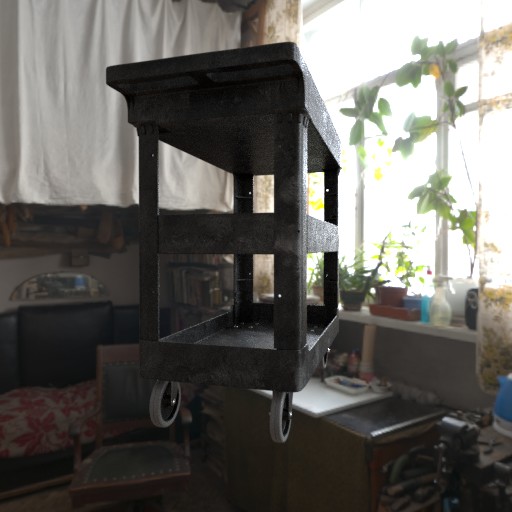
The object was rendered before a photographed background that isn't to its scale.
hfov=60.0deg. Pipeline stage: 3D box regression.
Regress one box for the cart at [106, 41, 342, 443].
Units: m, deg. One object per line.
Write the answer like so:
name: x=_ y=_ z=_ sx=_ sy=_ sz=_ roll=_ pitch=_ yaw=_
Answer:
cart: x=0.000 y=0.000 z=1.308 sx=0.420 sy=0.824 sz=0.877 roll=0 pitch=1 yaw=17
